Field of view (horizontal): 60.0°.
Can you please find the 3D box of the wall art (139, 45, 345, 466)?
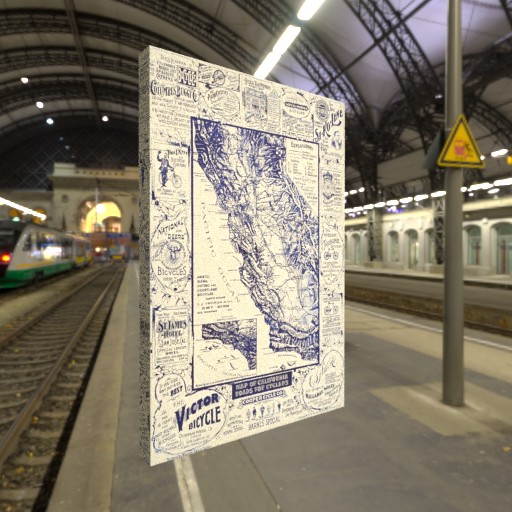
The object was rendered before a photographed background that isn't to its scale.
[{"bbox_3d":[0.000,0.000,0.481,0.255,0.376,0.025,0,1,-37],"label":"wall art"}]
